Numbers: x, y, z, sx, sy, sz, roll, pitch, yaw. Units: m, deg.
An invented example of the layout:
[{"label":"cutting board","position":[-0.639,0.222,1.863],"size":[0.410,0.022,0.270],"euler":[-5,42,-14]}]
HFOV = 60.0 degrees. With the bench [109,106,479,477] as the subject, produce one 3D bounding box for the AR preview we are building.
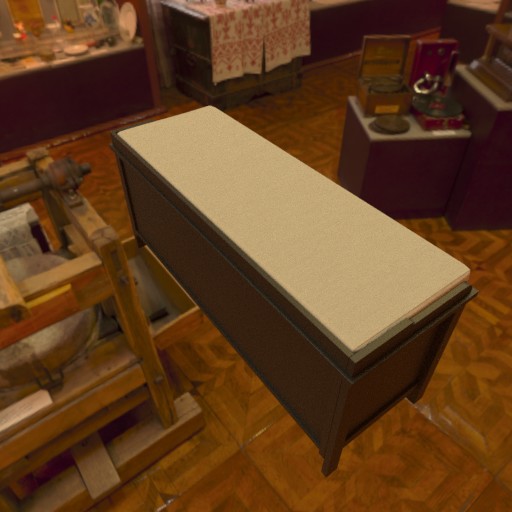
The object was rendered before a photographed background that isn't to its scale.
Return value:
[{"label":"bench","position":[0.000,0.000,1.377],"size":[0.398,0.501,1.140],"euler":[-26,48,-26]}]
